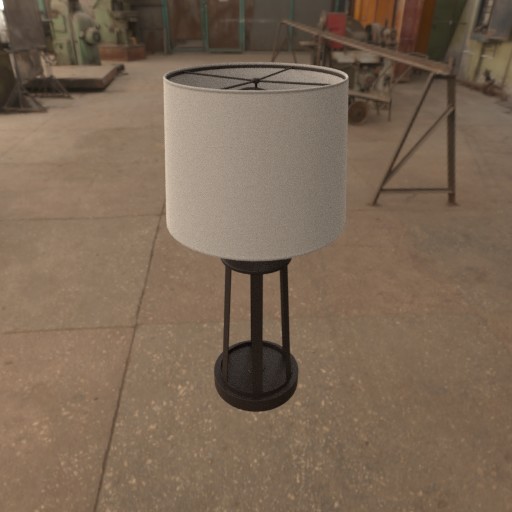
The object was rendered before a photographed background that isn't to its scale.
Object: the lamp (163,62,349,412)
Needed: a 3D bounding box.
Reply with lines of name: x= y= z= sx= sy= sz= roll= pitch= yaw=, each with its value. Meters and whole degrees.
lamp: x=0.000 y=0.000 z=0.664 sx=0.251 sy=0.509 sz=0.251 roll=0 pitch=30 yaw=0
